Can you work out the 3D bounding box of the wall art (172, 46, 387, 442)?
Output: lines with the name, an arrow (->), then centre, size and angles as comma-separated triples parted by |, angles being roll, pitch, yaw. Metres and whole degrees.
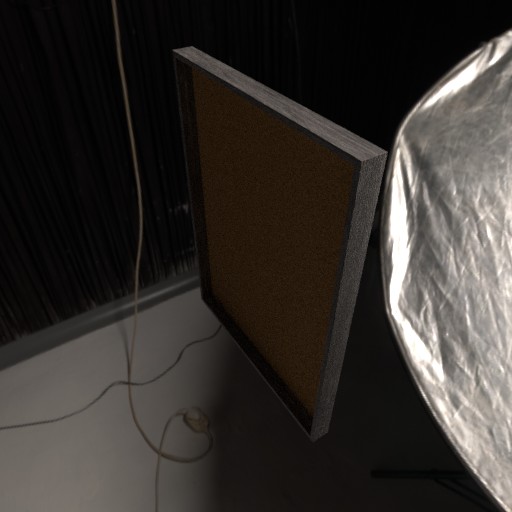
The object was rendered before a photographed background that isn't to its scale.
wall art -> 0.000, 0.000, 1.355 | 0.063, 1.016, 0.762 | -23, 46, -25
